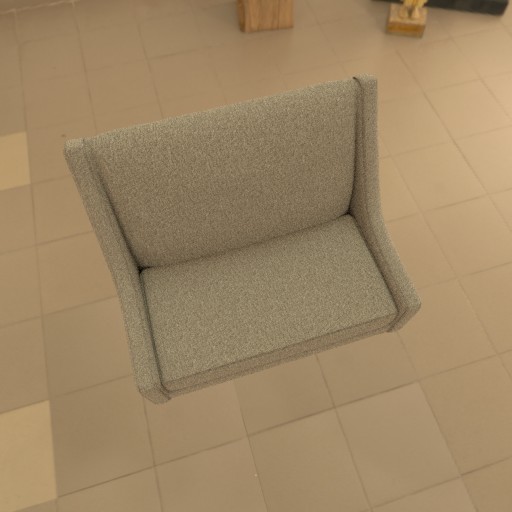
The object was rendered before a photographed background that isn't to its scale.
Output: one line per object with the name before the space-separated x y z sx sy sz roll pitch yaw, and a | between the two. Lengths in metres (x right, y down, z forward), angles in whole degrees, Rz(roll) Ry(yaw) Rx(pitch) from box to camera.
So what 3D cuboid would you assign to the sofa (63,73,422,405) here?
sofa | 0.000 0.000 1.946 1.242 1.026 0.862 -15 65 -7
